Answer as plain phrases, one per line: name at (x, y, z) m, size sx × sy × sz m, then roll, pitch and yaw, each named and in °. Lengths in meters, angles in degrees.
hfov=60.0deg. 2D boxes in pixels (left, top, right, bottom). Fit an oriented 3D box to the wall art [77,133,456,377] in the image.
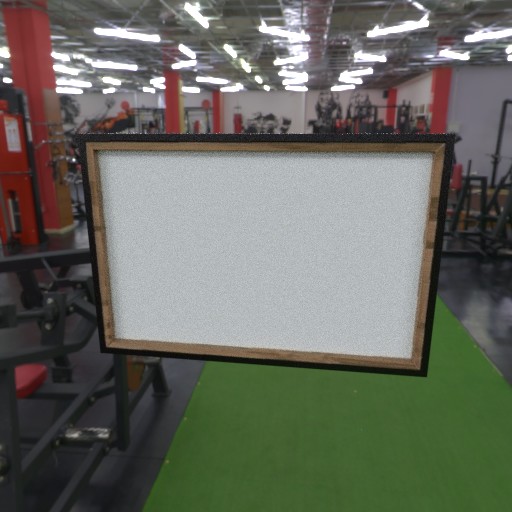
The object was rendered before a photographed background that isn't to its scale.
wall art at (0.000, 0.000, 0.837) m, size 0.659 × 0.446 × 0.022 m, roll 2°, pitch 16°, yaw 8°
